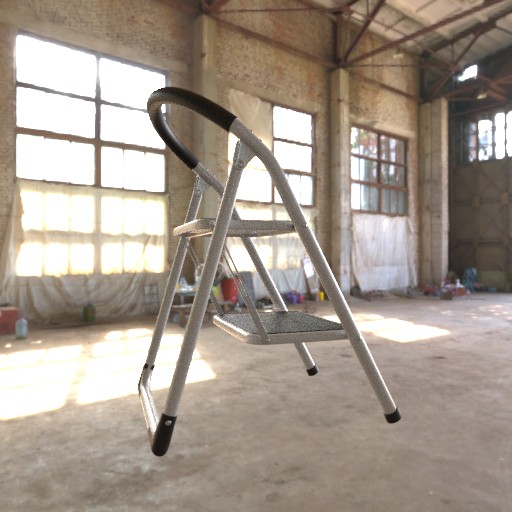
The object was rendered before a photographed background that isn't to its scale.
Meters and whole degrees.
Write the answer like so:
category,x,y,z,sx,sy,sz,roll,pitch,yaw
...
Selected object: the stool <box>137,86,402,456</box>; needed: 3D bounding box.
category,x,y,z,sx,sy,sz,roll,pitch,yaw
stool,0.000,0.000,1.127,0.559,0.760,0.453,0,0,-19
